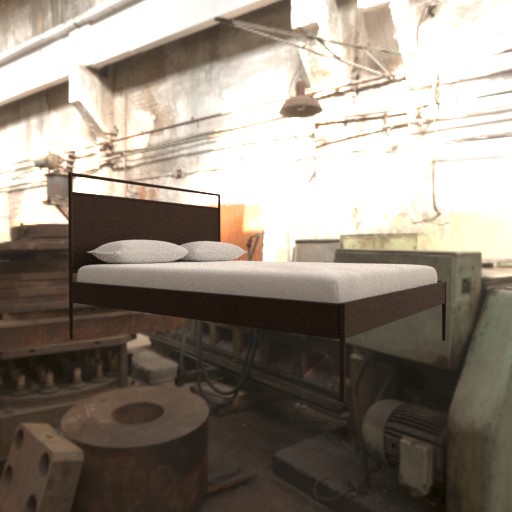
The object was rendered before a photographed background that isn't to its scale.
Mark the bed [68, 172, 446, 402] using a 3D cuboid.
[{"bbox_3d":[0.000,0.000,3.090,2.122,1.173,1.572,1,1,38],"label":"bed"}]
